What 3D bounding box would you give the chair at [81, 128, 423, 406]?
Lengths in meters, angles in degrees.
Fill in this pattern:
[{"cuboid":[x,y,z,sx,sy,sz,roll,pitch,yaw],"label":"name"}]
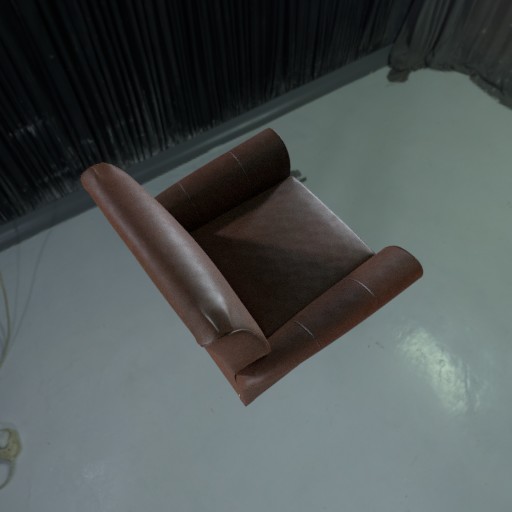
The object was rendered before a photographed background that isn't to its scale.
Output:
[{"cuboid":[0.000,0.000,1.819,0.902,1.061,0.978,-33,64,-18],"label":"chair"}]
